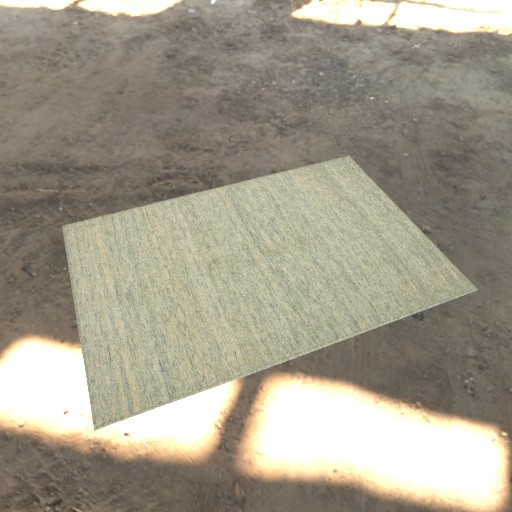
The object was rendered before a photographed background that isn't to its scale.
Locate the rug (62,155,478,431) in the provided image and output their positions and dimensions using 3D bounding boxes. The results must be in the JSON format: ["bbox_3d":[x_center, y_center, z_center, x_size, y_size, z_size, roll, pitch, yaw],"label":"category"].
[{"bbox_3d":[0.000,0.000,2.340,1.850,0.015,1.250,-16,49,-15],"label":"rug"}]
